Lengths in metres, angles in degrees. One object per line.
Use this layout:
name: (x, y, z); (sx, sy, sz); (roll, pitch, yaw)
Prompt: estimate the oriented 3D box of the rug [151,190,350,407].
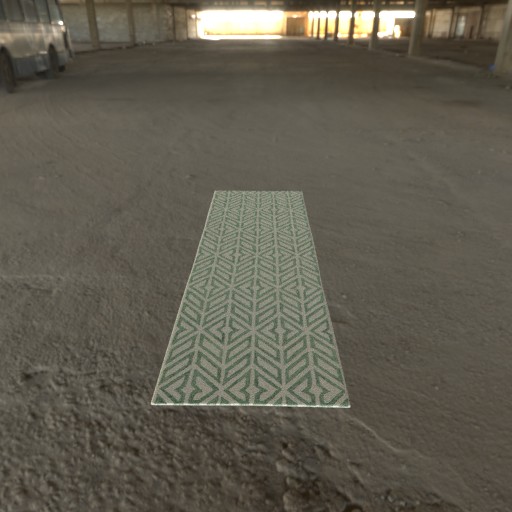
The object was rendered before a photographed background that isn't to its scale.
rug: (0.000, 0.000, 2.739); (0.750, 0.009, 2.435); (0, 27, 1)
